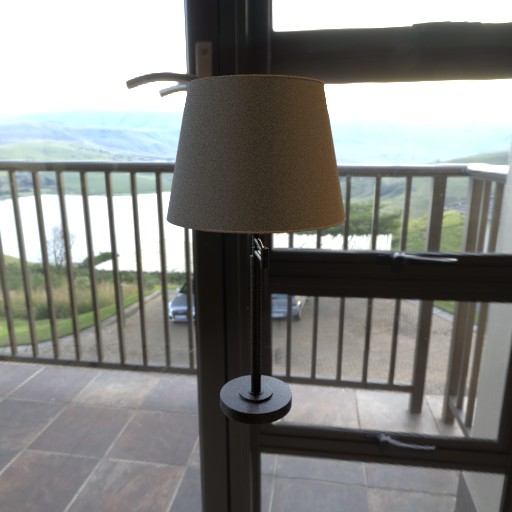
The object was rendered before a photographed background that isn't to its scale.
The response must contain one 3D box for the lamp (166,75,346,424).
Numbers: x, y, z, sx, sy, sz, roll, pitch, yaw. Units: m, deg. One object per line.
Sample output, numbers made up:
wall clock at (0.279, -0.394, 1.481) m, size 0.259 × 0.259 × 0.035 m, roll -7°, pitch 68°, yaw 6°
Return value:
lamp at (0.000, 0.000, 0.932) m, size 0.363 × 0.696 × 0.363 m, roll 0°, pitch 14°, yaw 0°
